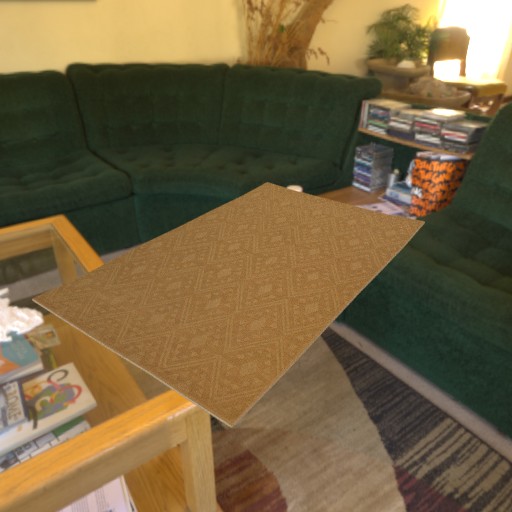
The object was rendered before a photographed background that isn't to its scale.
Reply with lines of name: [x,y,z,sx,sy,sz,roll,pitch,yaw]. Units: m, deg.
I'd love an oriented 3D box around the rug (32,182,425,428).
rug: [0.000,0.000,3.094,1.553,0.053,2.430,20,35,31]
